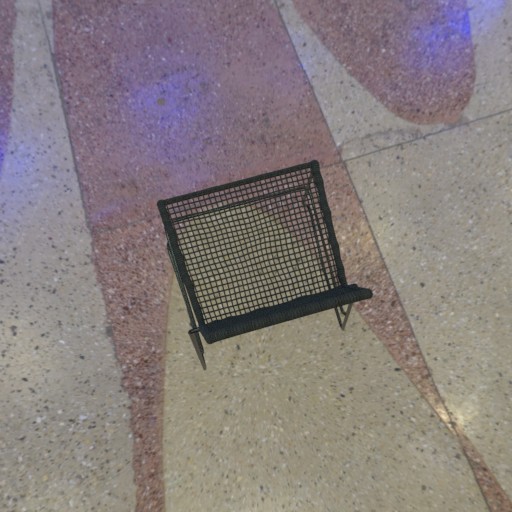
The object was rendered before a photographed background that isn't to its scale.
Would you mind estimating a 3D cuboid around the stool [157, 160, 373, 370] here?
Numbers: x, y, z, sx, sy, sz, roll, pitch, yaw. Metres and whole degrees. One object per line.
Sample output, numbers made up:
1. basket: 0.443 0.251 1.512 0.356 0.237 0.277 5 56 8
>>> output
1. stool: 0.000 0.000 1.263 0.590 0.905 0.509 -15 76 -4
